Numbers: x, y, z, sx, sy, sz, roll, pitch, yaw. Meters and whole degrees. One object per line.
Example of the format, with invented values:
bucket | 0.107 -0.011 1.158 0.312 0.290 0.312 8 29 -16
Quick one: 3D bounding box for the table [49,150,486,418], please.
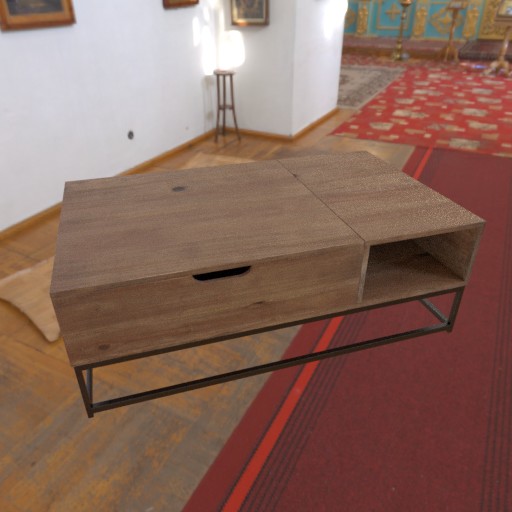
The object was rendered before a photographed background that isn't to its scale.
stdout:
table | 0.000 0.000 1.423 1.101 0.395 0.655 -9 32 -15
